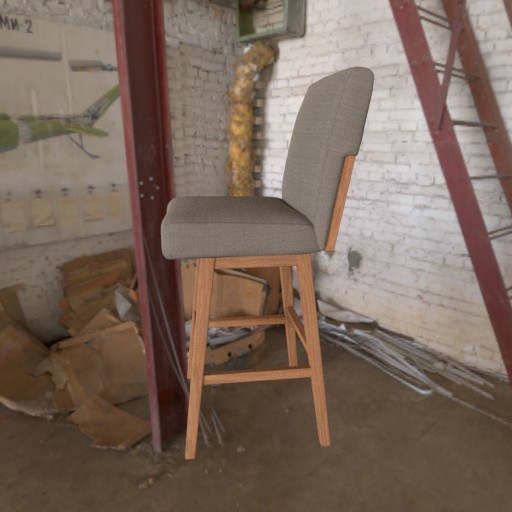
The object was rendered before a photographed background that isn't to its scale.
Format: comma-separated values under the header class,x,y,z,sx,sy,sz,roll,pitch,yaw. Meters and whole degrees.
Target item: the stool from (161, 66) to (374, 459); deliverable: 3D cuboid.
class,x,y,z,sx,sy,sz,roll,pitch,yaw
stool,0.000,0.000,1.434,0.570,1.112,0.483,-2,16,-7
